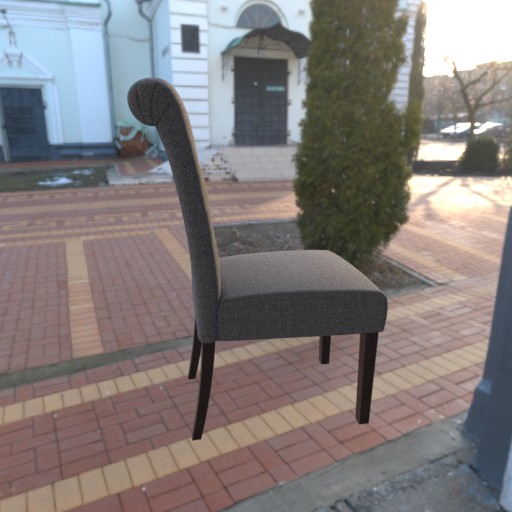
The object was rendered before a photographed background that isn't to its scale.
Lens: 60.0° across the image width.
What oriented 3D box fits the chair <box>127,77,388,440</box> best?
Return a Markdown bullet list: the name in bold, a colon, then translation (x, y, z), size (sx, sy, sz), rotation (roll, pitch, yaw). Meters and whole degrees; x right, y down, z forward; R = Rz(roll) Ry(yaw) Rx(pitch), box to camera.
- **chair**: translation (0.000, 0.000, 1.374), size (0.671, 1.006, 0.456), rotation (-3, 17, -10)
